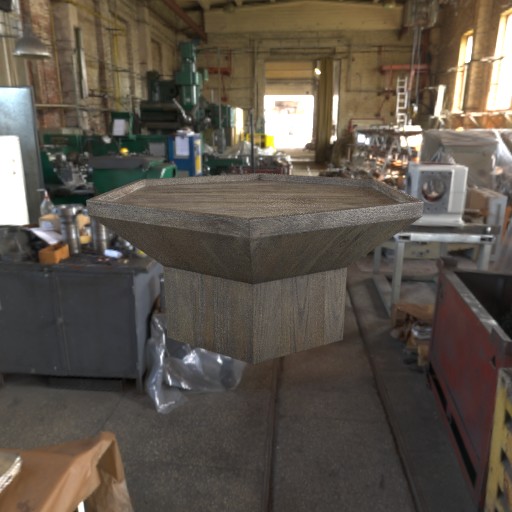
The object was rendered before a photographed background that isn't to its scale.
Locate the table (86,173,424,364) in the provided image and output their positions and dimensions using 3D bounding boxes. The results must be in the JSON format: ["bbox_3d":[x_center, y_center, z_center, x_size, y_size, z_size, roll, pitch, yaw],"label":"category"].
[{"bbox_3d":[0.000,0.000,1.602,1.115,0.488,0.966,-8,18,-27],"label":"table"}]
